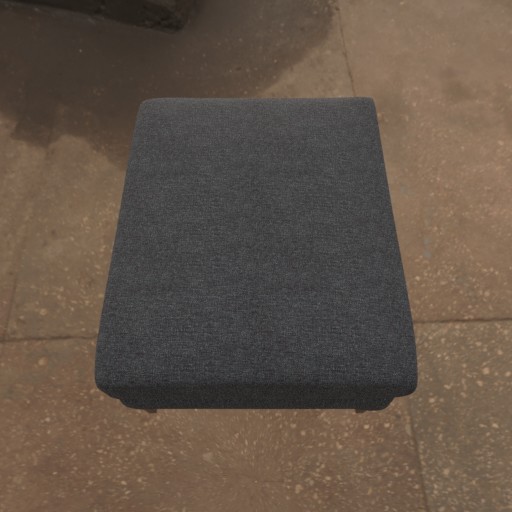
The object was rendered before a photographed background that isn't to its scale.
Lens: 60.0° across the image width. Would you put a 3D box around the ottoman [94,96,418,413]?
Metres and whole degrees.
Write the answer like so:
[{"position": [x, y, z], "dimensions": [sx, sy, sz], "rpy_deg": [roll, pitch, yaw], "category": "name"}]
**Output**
[{"position": [0.000, 0.000, 1.280], "dimensions": [0.695, 0.533, 0.831], "rpy_deg": [0, 63, 0], "category": "ottoman"}]
